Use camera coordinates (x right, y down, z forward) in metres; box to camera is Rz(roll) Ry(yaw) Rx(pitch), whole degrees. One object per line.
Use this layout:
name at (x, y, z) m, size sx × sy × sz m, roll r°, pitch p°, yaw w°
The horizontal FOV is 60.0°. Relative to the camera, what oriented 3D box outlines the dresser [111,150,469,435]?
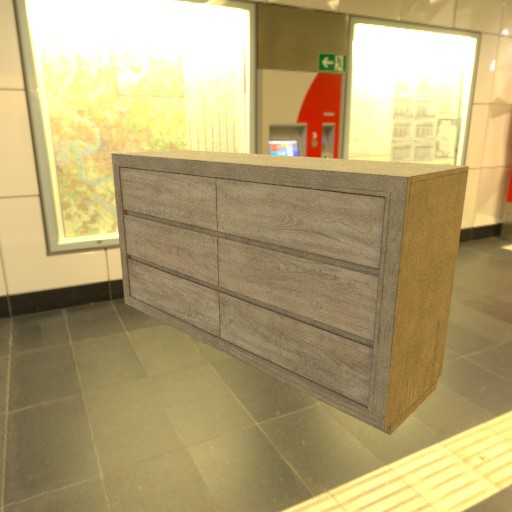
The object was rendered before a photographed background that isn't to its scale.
dresser at (0.000, 0.000, 2.067) m, size 1.628 × 0.889 × 0.483 m, roll 15°, pitch 22°, yaw 41°
